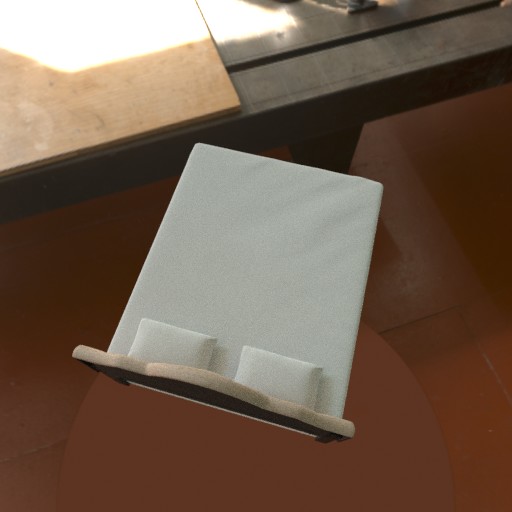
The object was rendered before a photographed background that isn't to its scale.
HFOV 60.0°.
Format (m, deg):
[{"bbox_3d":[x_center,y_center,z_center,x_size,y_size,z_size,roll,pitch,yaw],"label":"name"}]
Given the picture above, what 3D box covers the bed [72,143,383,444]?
[{"bbox_3d":[0.000,0.000,2.988,1.667,1.194,1.970,14,65,7],"label":"bed"}]
